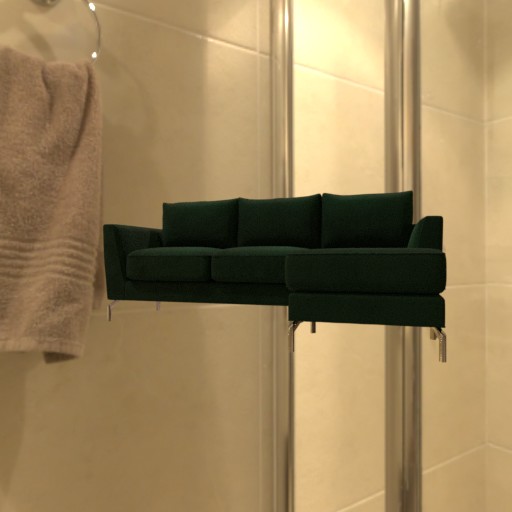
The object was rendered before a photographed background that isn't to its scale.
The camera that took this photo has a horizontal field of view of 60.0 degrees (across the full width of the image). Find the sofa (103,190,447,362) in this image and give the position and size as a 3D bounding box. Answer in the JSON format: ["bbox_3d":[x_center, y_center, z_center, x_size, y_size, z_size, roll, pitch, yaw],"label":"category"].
[{"bbox_3d":[0.000,0.000,3.138,2.441,1.007,1.489,0,0,18],"label":"sofa"}]
